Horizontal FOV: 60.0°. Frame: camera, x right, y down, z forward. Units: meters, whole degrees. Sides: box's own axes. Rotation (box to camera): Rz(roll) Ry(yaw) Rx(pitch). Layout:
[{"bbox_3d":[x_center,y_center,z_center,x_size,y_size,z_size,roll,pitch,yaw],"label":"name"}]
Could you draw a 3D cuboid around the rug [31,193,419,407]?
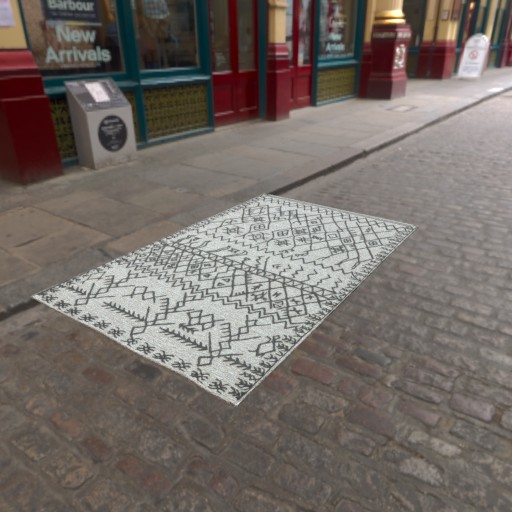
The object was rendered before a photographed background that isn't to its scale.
[{"bbox_3d":[0.000,0.000,4.873,2.393,0.019,3.824,17,30,31],"label":"rug"}]
